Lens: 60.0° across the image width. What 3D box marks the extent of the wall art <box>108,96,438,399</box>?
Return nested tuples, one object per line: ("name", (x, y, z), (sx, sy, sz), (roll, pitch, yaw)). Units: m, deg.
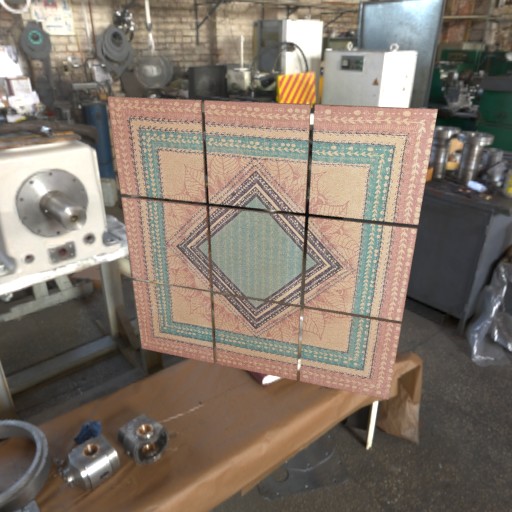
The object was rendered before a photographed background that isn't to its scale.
("wall art", (0.000, 0.000, 2.313), (1.527, 1.525, 0.014), (8, 27, 16))
